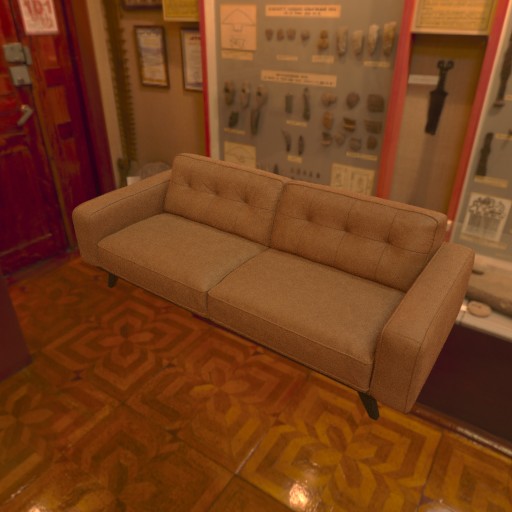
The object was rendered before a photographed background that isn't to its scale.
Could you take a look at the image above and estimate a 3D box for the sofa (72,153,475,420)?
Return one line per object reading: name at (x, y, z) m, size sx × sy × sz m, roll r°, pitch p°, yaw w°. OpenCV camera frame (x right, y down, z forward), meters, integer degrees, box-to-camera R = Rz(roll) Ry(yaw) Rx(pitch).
sofa at (0.000, 0.000, 2.686) m, size 2.270 × 0.780 × 0.953 m, roll 20°, pitch 36°, yaw 30°
